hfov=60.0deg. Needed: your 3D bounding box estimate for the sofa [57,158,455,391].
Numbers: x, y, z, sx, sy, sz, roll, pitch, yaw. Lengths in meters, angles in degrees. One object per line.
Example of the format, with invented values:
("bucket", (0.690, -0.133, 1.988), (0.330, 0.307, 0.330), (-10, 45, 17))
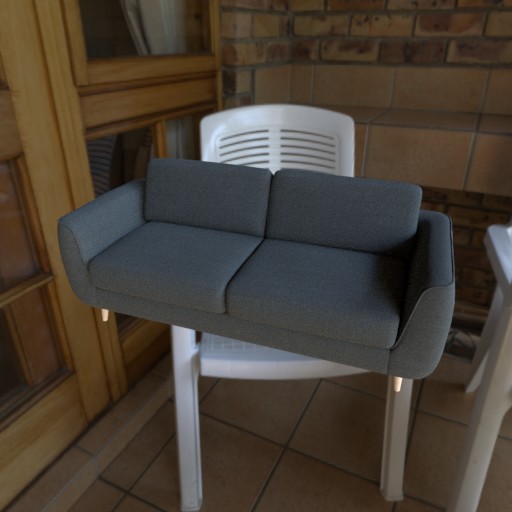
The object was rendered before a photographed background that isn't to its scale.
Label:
("sofa", (0.000, 0.000, 2.462), (2.000, 0.850, 0.920), (9, 28, 18))
